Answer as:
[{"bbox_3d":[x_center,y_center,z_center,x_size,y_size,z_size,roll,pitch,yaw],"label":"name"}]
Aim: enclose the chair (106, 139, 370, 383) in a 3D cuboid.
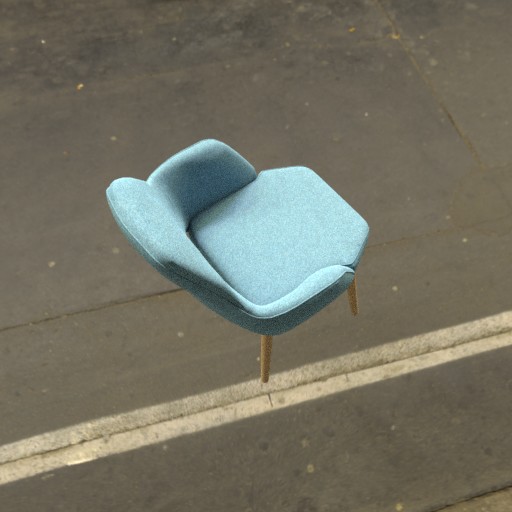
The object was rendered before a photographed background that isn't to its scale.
[{"bbox_3d":[0.000,0.000,1.359,0.666,0.920,0.589,-32,64,-18],"label":"chair"}]
